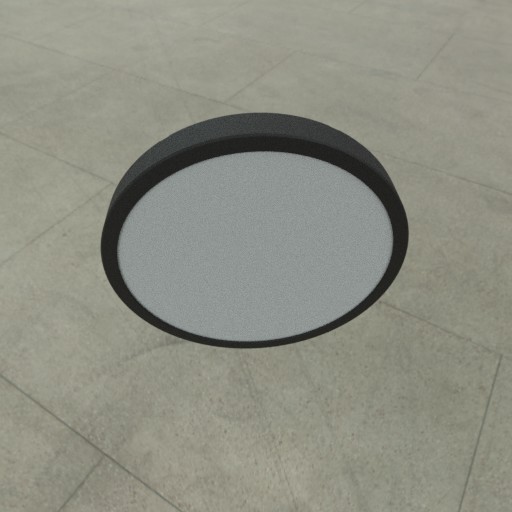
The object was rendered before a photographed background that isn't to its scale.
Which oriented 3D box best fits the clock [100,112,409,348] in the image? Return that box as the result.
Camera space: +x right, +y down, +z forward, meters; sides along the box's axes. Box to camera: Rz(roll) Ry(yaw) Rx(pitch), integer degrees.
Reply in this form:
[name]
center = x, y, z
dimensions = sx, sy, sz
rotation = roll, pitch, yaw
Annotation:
[clock]
center = 0.000, 0.000, 0.444
dimensions = 0.293, 0.293, 0.040
rotation = -2, 46, -2
